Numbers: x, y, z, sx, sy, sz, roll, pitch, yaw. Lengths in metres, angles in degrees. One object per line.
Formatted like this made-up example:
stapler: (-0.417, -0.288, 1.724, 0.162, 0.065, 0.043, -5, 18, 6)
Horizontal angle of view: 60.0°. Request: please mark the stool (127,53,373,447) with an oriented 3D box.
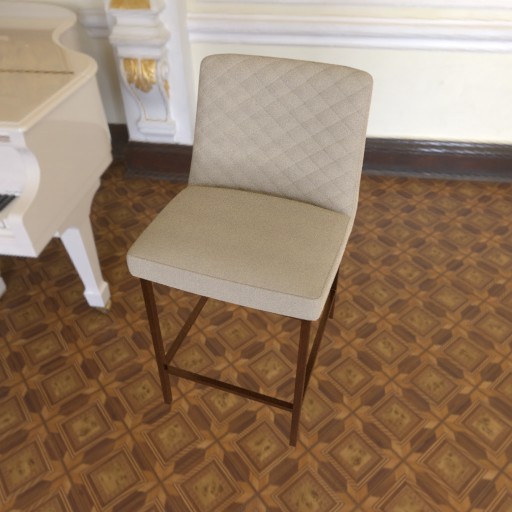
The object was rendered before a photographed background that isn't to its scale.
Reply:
stool: (0.000, 0.000, 1.307, 0.507, 0.973, 0.576, 13, 43, 14)
